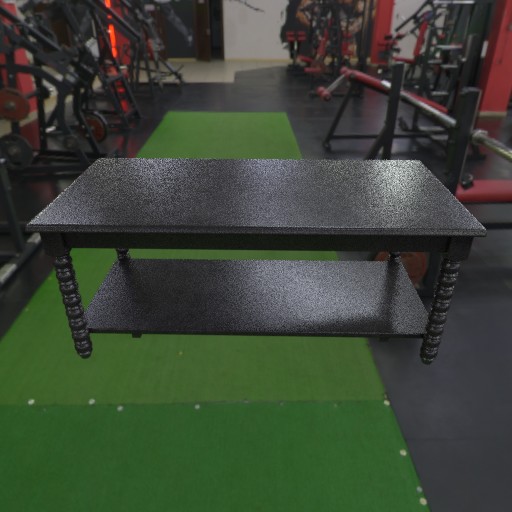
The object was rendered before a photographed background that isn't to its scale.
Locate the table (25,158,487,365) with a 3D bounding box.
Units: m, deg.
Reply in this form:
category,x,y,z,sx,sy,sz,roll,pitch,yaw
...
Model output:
category,x,y,z,sx,sy,sz,roll,pitch,yaw
table,0.000,0.000,1.480,1.171,0.487,0.580,1,30,1
